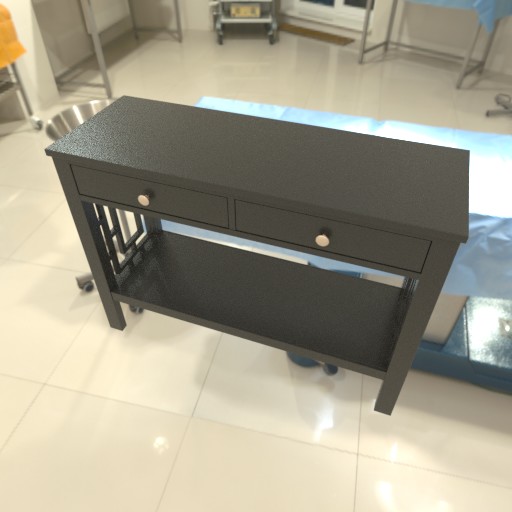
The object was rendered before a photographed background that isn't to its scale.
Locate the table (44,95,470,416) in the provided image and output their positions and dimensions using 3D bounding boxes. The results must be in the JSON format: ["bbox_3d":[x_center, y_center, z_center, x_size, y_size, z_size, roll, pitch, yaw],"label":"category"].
[{"bbox_3d":[0.000,0.000,1.428,1.068,0.753,0.397,14,44,15],"label":"table"}]
